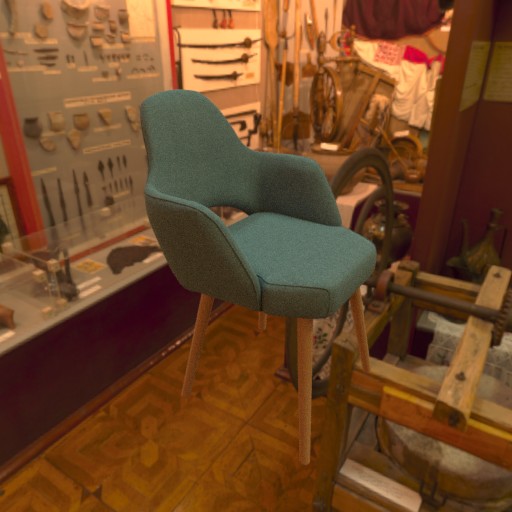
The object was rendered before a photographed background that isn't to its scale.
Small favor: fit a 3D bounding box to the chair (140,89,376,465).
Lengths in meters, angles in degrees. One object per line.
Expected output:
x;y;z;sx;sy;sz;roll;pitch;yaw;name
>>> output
0.000;0.000;1.355;0.666;0.920;0.589;17;31;31;chair
